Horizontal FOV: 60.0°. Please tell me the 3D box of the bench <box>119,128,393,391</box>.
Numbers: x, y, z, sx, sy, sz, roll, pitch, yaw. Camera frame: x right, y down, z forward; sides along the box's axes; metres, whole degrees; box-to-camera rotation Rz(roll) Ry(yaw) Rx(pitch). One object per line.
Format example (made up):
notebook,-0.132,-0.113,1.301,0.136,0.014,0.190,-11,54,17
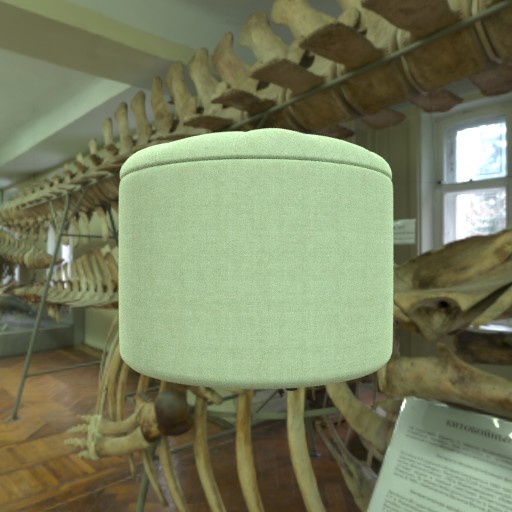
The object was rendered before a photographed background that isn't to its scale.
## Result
bench,0.000,0.000,1.014,0.600,0.453,0.600,0,0,0
